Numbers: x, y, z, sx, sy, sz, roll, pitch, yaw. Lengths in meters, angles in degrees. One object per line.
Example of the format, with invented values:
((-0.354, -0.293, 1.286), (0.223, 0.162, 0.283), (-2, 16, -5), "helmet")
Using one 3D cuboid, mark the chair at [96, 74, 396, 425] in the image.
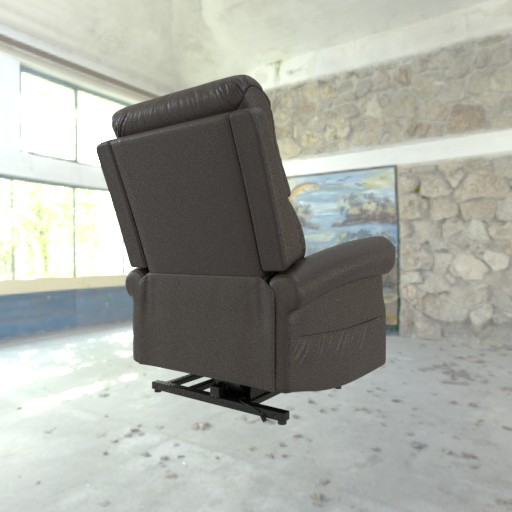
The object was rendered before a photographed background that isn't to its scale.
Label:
((0.000, 0.000, 1.727), (0.869, 1.028, 0.978), (0, 0, 35), "chair")
